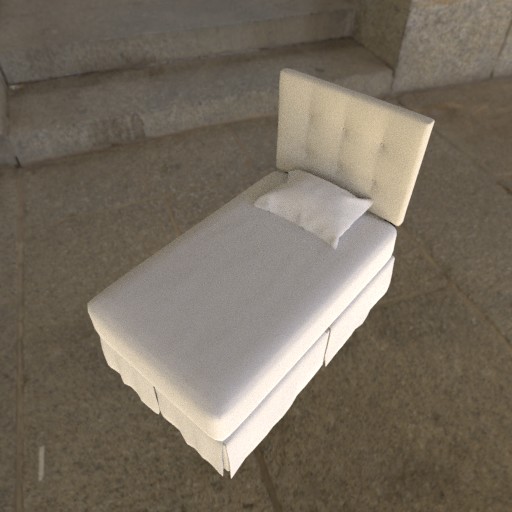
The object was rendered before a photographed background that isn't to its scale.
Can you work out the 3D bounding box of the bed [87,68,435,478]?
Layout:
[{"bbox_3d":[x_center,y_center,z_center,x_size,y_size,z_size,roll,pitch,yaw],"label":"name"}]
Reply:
[{"bbox_3d":[0.000,0.000,2.932,1.261,1.571,1.997,32,54,27],"label":"bed"}]
